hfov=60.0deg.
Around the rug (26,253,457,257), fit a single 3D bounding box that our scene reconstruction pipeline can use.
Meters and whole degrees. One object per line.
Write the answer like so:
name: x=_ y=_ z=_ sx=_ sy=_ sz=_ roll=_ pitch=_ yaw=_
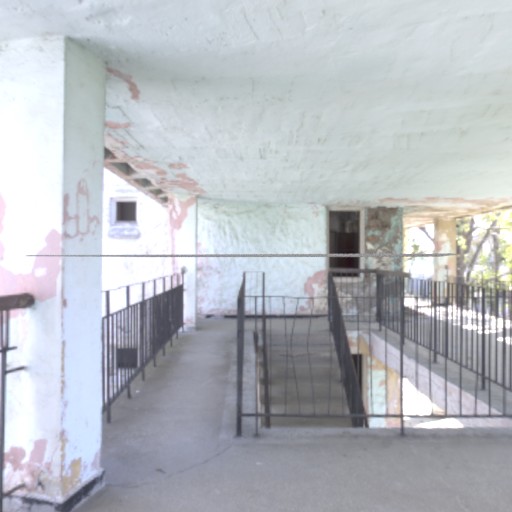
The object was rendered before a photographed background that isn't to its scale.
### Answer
rug: x=0.000 y=0.000 z=2.310 sx=1.828 sy=0.005 sz=1.219 roll=0 pitch=0 yaw=20
